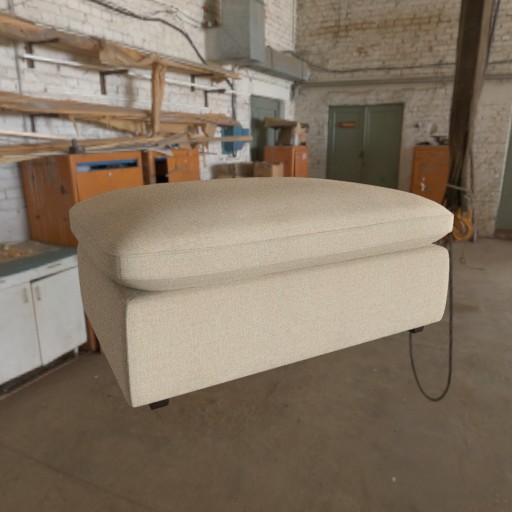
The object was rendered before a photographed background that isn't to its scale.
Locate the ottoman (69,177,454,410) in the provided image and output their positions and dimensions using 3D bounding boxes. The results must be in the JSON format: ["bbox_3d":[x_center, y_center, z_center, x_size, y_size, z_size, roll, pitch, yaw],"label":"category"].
[{"bbox_3d":[0.000,0.000,1.353,0.984,0.453,0.686,-8,17,-28],"label":"ottoman"}]
